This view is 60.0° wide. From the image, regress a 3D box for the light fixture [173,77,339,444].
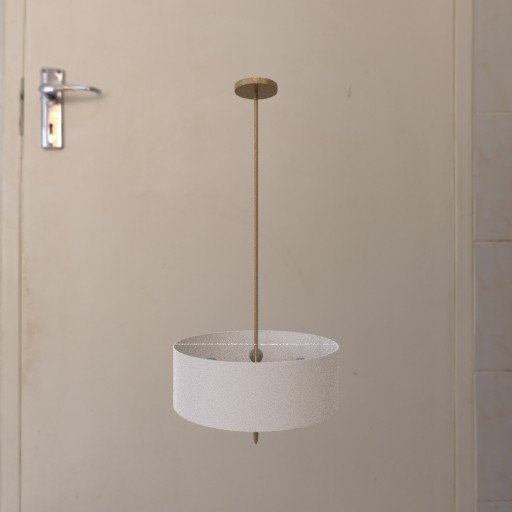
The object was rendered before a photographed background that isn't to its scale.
[{"bbox_3d":[0.000,0.000,1.387,0.508,1.067,0.508,0,0,0],"label":"light fixture"}]
